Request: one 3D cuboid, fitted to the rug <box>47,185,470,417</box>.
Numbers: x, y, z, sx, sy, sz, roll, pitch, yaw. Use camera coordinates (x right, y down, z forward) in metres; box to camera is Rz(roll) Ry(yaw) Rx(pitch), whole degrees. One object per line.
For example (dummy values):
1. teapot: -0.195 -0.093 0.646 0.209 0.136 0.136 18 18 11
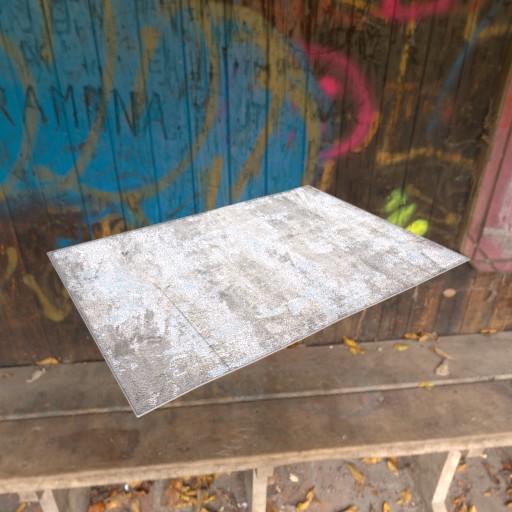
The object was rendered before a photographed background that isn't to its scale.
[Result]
1. rug: 0.000 0.000 4.267 3.307 0.013 2.393 -19 35 -29
